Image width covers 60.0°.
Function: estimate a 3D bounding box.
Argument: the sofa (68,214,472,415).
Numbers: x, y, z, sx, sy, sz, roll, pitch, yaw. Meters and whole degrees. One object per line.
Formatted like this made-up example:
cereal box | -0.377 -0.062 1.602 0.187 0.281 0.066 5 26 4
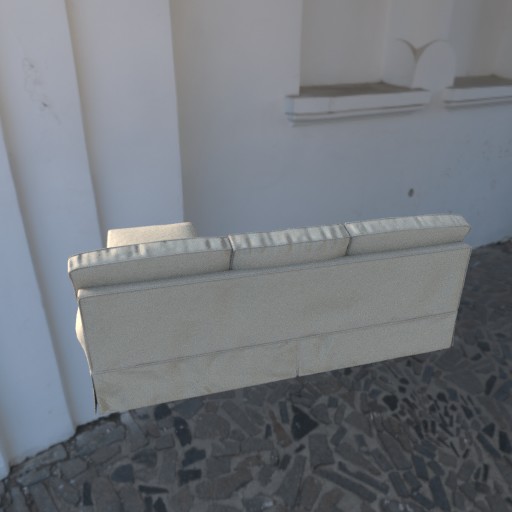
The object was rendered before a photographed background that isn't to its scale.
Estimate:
sofa | 0.000 0.000 3.385 2.475 0.978 1.733 -7 25 -14
